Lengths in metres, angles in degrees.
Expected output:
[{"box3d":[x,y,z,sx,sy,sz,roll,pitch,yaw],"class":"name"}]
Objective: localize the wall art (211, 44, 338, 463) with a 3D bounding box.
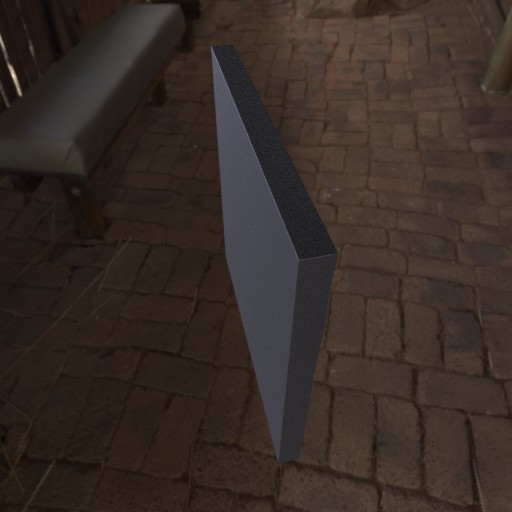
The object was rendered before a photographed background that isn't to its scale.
[{"box3d":[0.000,0.000,0.754,0.038,0.507,0.507,-9,47,-9],"class":"wall art"}]
